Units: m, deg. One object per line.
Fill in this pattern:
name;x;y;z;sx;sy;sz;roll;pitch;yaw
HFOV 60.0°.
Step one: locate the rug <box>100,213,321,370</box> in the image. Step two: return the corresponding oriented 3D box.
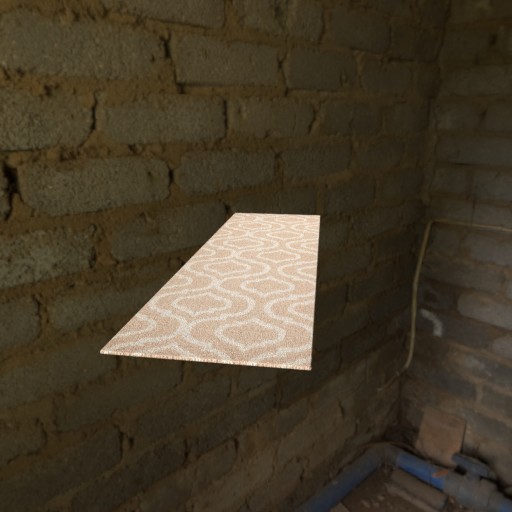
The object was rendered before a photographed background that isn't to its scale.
rug;0.000;0.000;2.485;0.691;0.013;2.289;3;17;8
